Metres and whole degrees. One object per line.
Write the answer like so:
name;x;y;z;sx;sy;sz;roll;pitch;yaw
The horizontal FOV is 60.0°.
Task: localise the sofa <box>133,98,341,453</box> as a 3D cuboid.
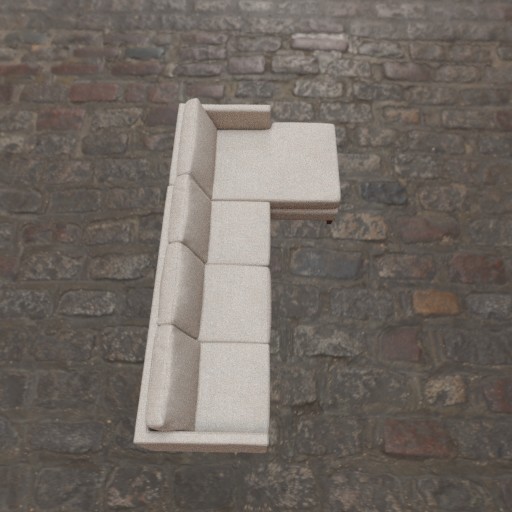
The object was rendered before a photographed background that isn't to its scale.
sofa;0.000;0.000;3.953;1.625;0.846;3.186;1;63;0
